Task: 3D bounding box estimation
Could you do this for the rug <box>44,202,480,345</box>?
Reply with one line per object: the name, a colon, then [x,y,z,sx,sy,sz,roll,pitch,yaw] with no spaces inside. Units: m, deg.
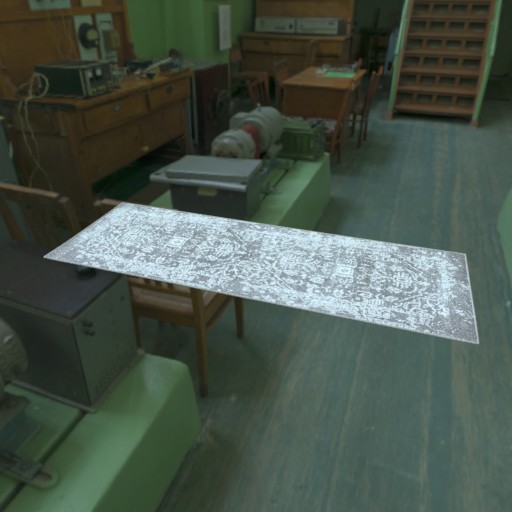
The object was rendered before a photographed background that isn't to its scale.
rug: [0.000,0.000,2.712,2.452,0.017,0.855,10,33,16]
